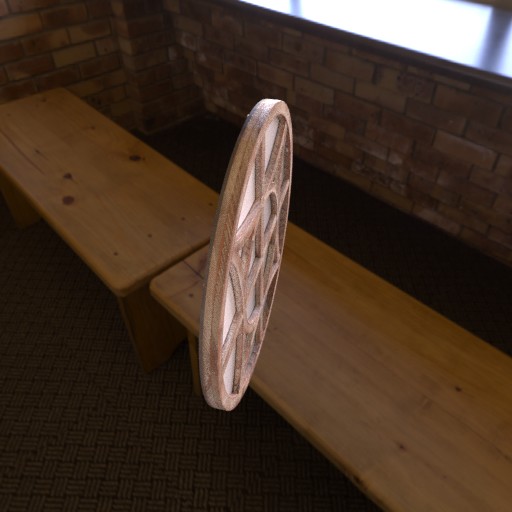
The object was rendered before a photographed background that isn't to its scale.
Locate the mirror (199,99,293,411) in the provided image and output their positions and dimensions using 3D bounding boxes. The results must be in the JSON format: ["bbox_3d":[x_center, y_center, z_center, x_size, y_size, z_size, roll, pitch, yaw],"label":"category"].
[{"bbox_3d":[0.000,0.000,1.064,0.038,0.710,0.710,10,45,10],"label":"mirror"}]
